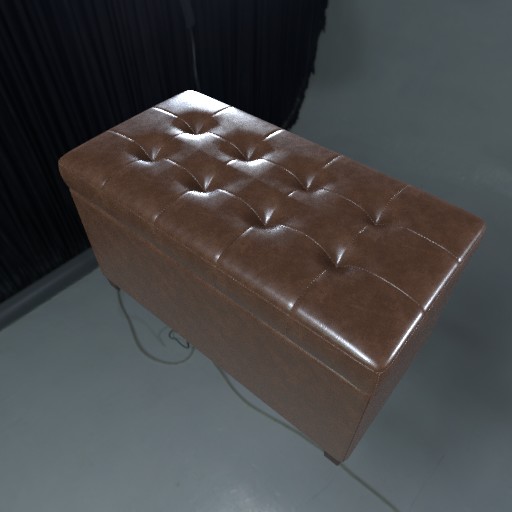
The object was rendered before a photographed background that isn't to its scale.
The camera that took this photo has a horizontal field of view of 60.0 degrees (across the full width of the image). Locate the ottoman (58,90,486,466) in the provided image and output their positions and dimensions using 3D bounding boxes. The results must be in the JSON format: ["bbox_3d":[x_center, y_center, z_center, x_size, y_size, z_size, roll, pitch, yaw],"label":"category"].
[{"bbox_3d":[0.000,0.000,1.083,0.838,0.470,0.432,32,55,26],"label":"ottoman"}]
